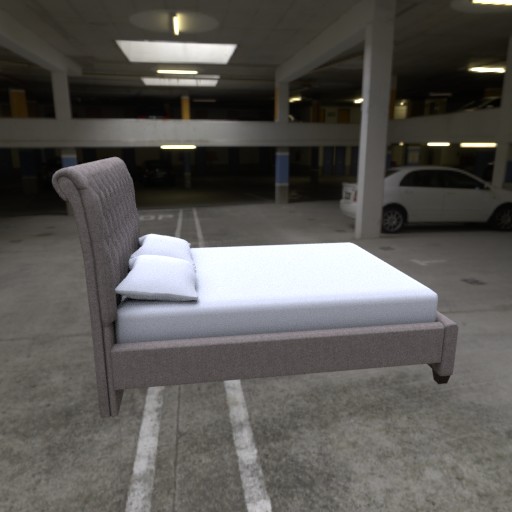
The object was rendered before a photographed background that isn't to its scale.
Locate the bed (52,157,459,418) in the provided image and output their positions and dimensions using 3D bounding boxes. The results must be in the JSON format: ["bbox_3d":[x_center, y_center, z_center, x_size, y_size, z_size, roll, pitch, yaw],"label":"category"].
[{"bbox_3d":[0.000,0.000,3.235,2.252,1.371,1.645,-2,15,-9],"label":"bed"}]
